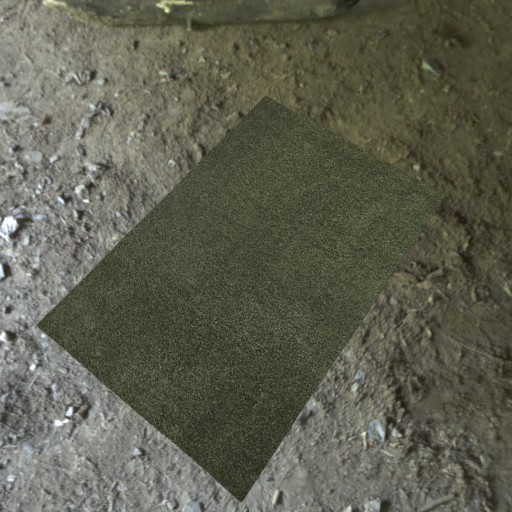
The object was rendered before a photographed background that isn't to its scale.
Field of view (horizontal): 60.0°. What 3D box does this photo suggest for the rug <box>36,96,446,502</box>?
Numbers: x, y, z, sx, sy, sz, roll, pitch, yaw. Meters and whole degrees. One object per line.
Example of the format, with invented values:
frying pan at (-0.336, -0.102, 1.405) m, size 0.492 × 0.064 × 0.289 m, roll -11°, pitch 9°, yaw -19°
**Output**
rug at (0.000, 0.000, 3.320) m, size 1.802 × 0.026 × 2.699 m, roll 34°, pitch 69°, yaw 15°
